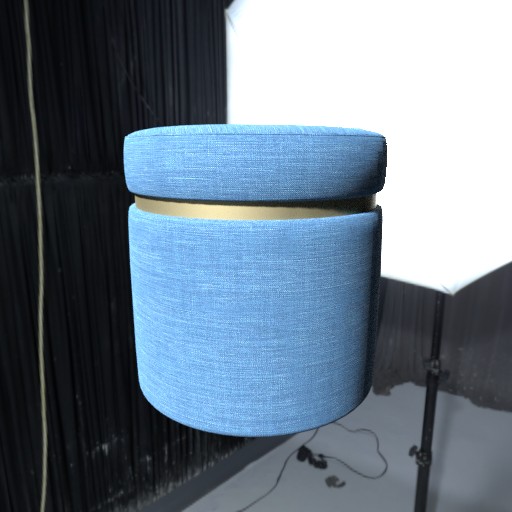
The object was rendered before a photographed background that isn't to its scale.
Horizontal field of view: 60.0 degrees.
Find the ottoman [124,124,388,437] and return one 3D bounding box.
[{"bbox_3d":[0.000,0.000,0.728,0.398,0.406,0.398,0,13,0],"label":"ottoman"}]
